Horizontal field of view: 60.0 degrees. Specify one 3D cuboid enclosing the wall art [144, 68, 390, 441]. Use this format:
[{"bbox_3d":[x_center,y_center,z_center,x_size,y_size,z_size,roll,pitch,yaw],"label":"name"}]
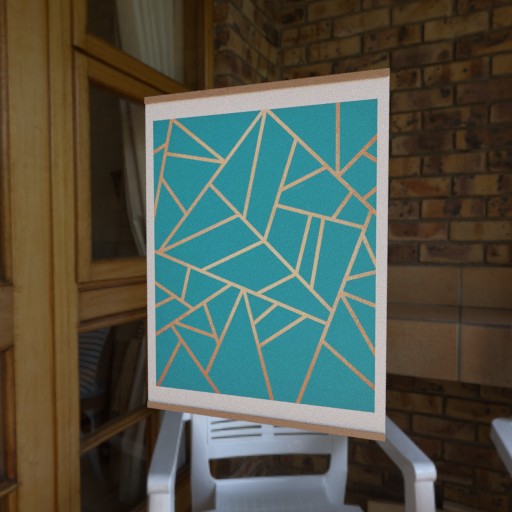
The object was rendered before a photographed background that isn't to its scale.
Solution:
[{"bbox_3d":[0.000,0.000,1.336,0.758,1.016,0.013,1,2,19],"label":"wall art"}]
